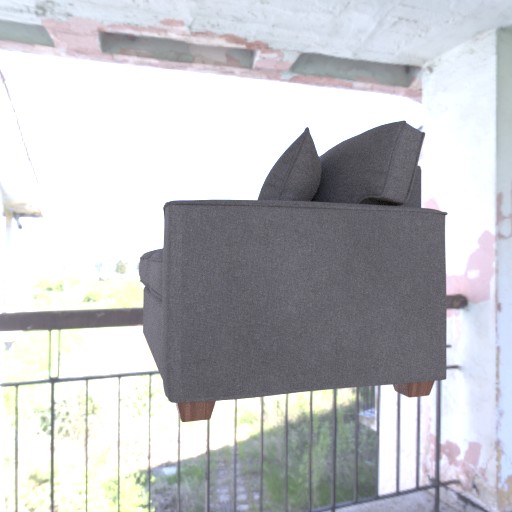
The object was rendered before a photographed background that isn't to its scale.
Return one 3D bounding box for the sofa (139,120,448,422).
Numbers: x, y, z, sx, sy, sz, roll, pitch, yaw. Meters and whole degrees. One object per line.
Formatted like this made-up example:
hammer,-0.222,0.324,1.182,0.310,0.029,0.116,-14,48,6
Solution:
sofa,0.000,0.000,2.048,0.991,0.989,1.388,0,-1,-18
